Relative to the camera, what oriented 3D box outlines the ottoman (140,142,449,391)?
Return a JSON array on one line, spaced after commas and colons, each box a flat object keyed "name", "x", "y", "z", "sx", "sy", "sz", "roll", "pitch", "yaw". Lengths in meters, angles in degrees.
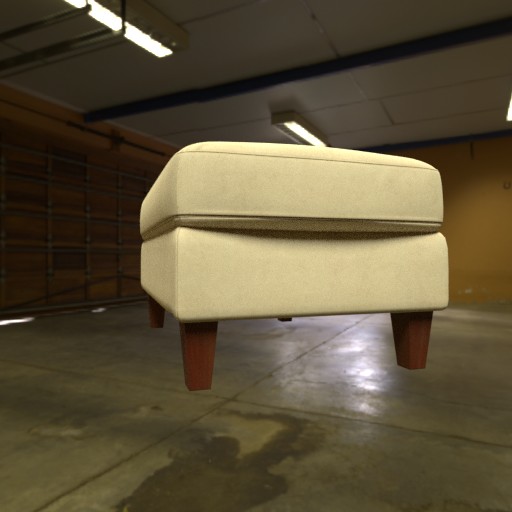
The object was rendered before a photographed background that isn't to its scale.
[{"name": "ottoman", "x": 0.000, "y": 0.000, "z": 1.234, "sx": 0.584, "sy": 0.483, "sz": 0.864, "roll": 0, "pitch": 0, "yaw": -18}]
